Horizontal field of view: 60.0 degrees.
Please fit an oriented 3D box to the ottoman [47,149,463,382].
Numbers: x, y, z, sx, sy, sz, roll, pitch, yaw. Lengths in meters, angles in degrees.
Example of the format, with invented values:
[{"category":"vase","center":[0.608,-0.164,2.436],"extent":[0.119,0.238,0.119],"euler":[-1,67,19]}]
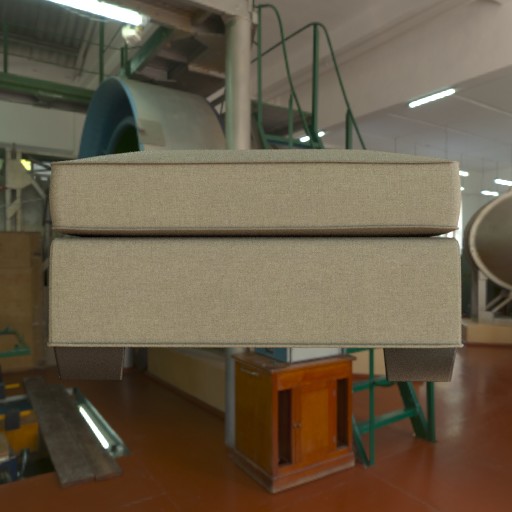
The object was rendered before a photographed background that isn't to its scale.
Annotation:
[{"category":"ottoman","center":[0.000,0.000,1.187],"extent":[0.843,0.504,0.619],"euler":[0,0,1]}]
